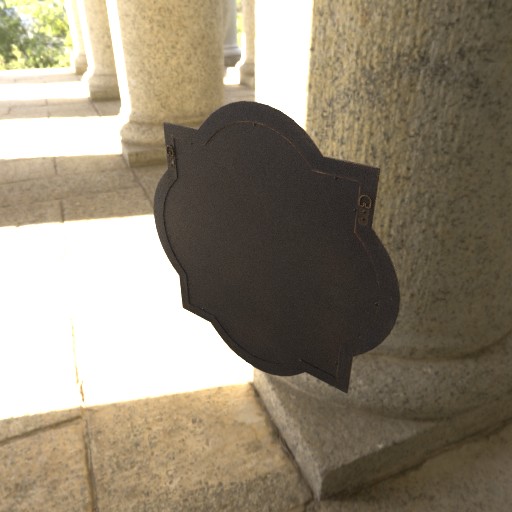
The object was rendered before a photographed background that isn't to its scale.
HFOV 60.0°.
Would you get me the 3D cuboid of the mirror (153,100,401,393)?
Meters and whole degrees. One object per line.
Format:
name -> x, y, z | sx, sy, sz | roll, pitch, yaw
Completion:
mirror -> 0.000, 0.000, 1.049 | 0.686, 0.686, 0.019 | 21, 36, 32
